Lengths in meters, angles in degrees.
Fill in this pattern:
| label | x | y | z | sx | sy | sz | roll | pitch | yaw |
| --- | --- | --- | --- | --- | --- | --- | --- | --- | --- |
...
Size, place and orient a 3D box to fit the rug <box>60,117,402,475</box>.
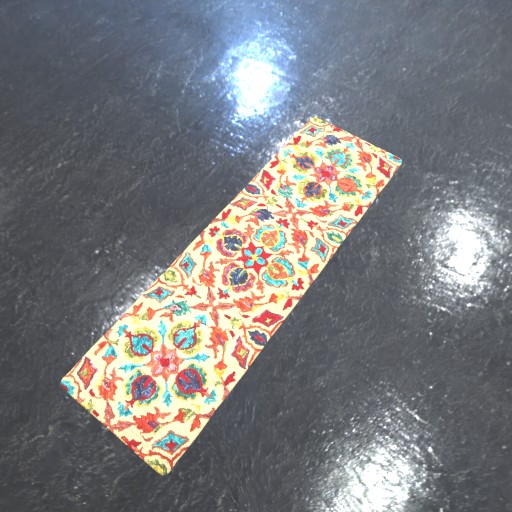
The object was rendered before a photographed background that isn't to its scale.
| label | x | y | z | sx | sy | sz | roll | pitch | yaw |
| --- | --- | --- | --- | --- | --- | --- | --- | --- | --- |
| rug | 0.000 | 0.000 | 2.487 | 0.693 | 0.016 | 2.273 | 32 | 65 | 18 |
